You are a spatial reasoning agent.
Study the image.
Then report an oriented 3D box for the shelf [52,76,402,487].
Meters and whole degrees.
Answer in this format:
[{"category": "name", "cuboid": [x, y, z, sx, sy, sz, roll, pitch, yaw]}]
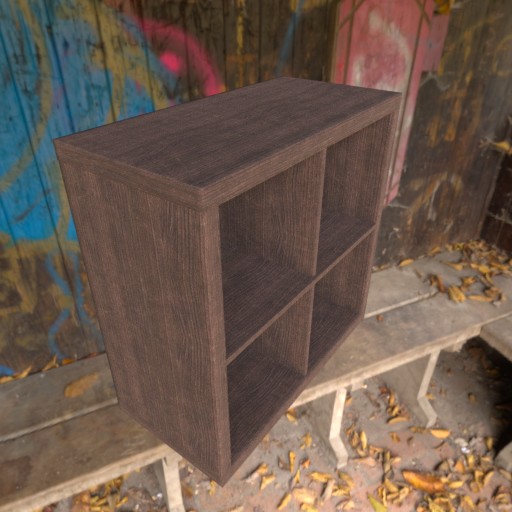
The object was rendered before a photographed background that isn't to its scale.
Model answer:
[{"category": "shelf", "cuboid": [0.000, 0.000, 1.233, 0.390, 0.786, 0.790, 22, 38, 30]}]
